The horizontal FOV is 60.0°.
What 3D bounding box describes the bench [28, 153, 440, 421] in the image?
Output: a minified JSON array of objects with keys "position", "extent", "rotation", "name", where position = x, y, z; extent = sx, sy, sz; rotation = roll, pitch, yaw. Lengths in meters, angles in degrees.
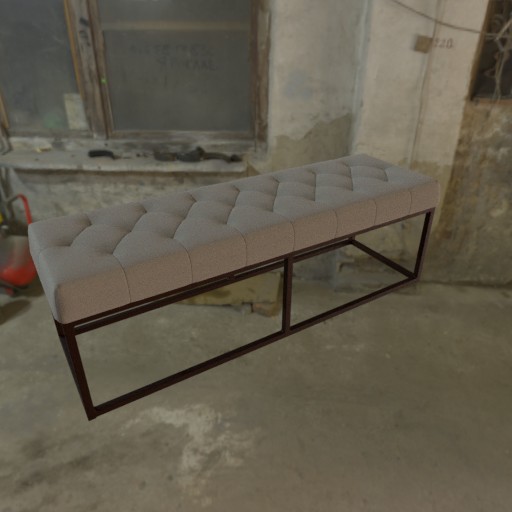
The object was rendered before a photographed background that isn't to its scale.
[{"position":[0.000,0.000,1.711],"extent":[1.488,0.488,0.479],"rotation":[-17,34,-27],"name":"bench"}]
